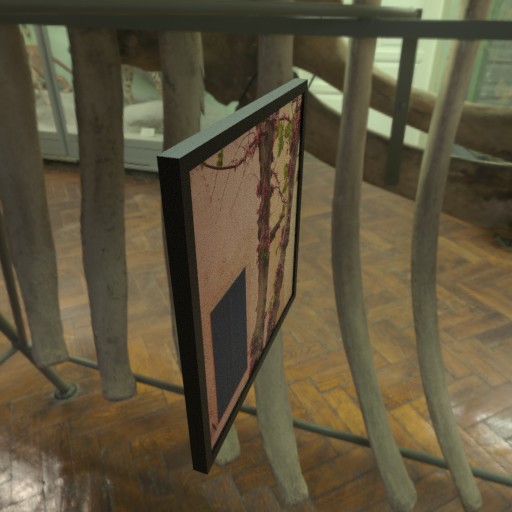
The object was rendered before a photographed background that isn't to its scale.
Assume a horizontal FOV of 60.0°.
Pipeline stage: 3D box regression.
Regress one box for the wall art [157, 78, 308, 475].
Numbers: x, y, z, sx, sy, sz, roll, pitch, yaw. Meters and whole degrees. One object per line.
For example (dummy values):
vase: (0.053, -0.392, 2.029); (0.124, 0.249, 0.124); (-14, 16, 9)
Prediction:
wall art: (0.000, 0.000, 1.159); (0.038, 0.762, 0.762); (11, 32, 17)
